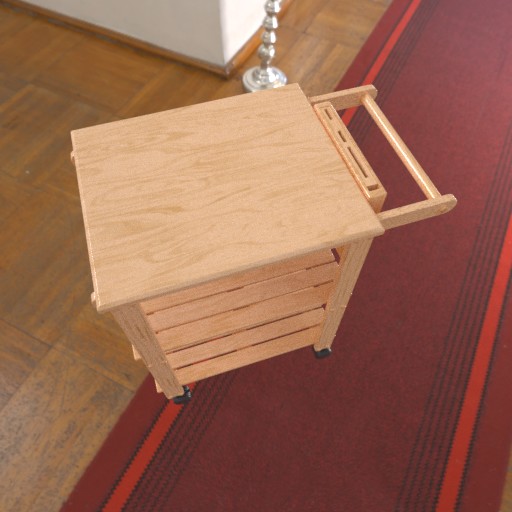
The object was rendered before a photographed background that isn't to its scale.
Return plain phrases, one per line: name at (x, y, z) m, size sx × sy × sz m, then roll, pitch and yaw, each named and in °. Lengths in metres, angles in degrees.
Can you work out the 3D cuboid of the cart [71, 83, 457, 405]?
cart at (0.000, 0.000, 1.383) m, size 0.843 × 0.816 × 0.520 m, roll -15°, pitch 59°, yaw -9°
